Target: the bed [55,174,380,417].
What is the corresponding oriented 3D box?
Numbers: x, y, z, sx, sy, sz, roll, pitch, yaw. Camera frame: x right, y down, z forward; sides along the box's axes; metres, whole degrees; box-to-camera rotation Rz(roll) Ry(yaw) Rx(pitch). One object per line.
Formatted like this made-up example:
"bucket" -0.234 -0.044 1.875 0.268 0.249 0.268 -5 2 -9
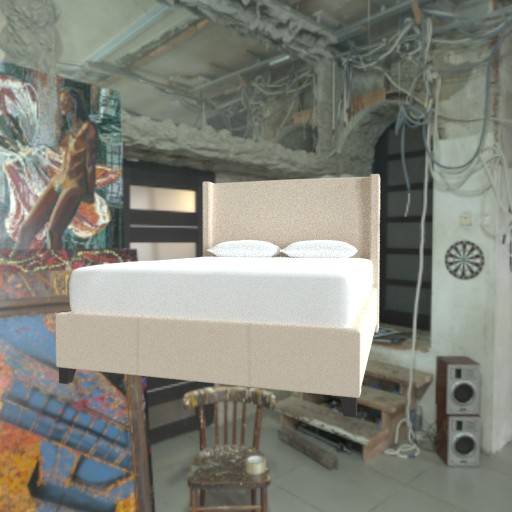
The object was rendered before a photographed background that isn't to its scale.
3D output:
"bed" 0.000 0.000 3.437 1.778 1.471 2.293 1 2 17
